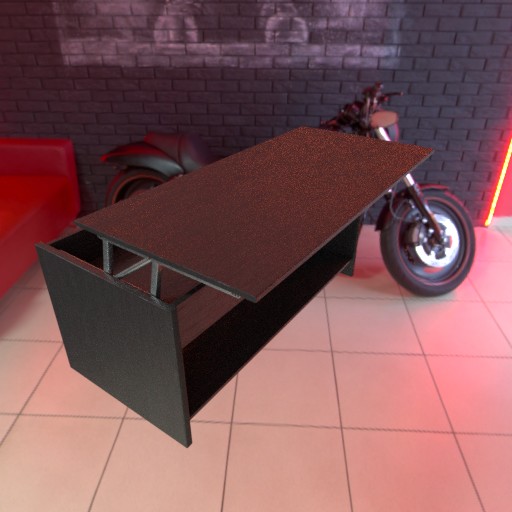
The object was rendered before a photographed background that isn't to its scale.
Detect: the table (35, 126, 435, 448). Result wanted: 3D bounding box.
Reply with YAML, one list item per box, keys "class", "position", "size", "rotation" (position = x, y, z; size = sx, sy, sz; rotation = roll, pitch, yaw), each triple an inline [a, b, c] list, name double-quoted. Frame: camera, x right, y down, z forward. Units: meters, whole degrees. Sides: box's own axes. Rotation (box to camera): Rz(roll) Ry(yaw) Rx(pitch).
- class: "table"
  position: [0.000, 0.000, 1.409]
  size: [0.712, 0.570, 1.000]
  rotation: [20, 36, 30]
